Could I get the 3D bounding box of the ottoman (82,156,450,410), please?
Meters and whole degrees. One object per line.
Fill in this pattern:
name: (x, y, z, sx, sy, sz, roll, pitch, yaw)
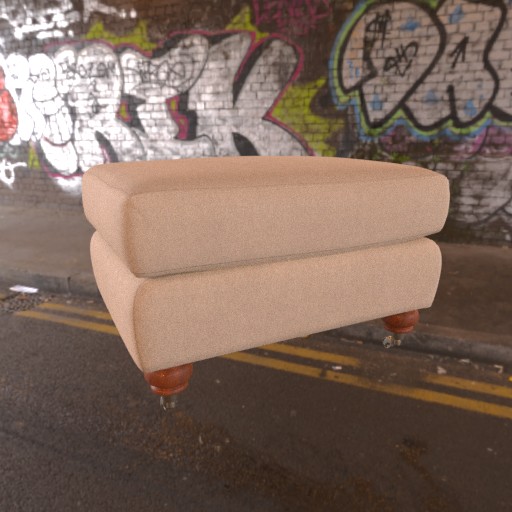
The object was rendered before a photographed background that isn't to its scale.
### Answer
ottoman: (0.000, 0.000, 1.145, 0.773, 0.499, 0.569, -8, 17, -26)
